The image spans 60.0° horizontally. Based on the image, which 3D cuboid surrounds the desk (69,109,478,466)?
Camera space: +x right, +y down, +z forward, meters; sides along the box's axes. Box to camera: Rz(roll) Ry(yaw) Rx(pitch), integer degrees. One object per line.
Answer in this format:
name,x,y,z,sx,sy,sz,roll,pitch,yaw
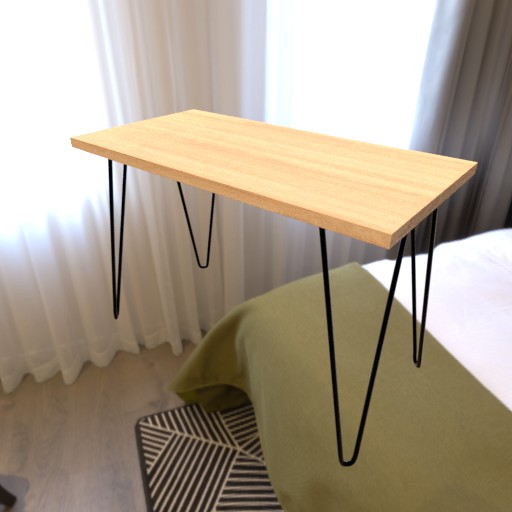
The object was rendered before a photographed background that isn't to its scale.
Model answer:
desk,0.000,0.000,1.348,0.991,0.660,0.499,22,36,33
